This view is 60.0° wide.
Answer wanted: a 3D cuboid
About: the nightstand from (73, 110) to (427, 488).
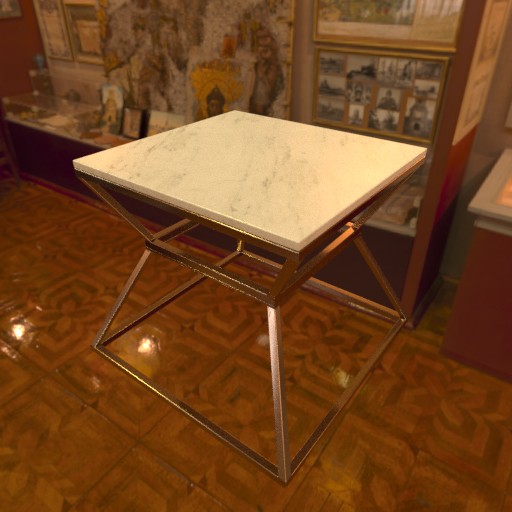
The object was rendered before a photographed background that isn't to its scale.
[{"bbox_3d":[0.000,0.000,0.899,0.513,0.426,0.514,22,38,31],"label":"nightstand"}]
